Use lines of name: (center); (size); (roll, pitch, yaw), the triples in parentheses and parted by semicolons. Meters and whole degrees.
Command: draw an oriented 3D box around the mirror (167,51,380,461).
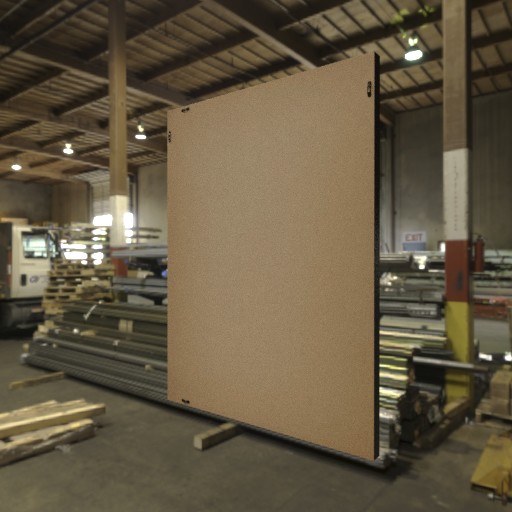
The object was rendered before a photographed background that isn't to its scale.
mirror: (0.000, 0.000, 1.342); (0.762, 1.016, 0.040); (0, 0, 37)
